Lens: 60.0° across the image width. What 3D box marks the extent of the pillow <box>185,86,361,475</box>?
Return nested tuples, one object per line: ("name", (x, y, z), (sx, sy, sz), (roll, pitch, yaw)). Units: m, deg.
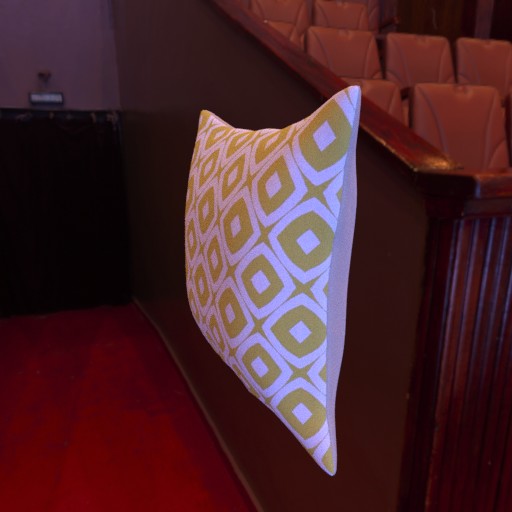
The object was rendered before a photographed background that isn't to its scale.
("pillow", (0.000, 0.000, 0.747), (0.188, 0.494, 0.504), (-7, 17, -24))
